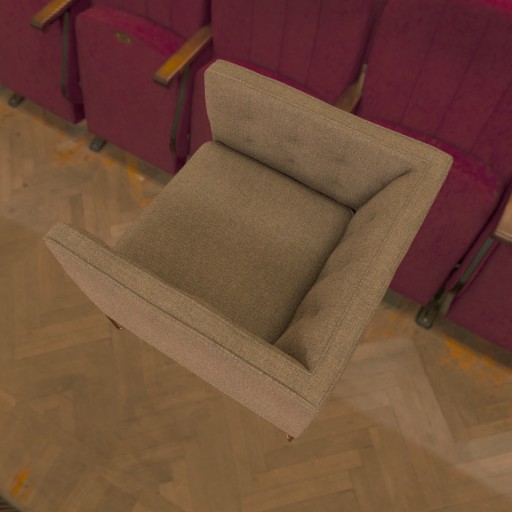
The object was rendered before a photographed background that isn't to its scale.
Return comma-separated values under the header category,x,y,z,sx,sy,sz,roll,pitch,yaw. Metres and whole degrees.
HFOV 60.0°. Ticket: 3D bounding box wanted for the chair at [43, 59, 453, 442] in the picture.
category,x,y,z,sx,sy,sz,roll,pitch,yaw
chair,0.000,0.000,1.645,0.912,0.799,0.920,29,66,14
